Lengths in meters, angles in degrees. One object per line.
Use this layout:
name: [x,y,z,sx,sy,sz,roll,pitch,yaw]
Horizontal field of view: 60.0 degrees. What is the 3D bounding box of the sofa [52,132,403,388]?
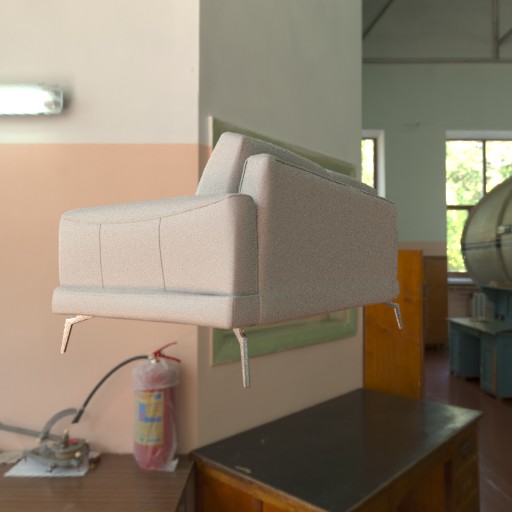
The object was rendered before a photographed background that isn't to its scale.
sofa: [0.000,0.000,2.465,1.121,0.930,1.819,-1,-2,35]
